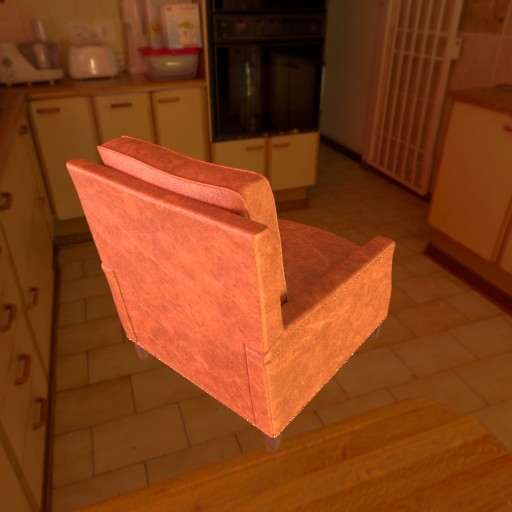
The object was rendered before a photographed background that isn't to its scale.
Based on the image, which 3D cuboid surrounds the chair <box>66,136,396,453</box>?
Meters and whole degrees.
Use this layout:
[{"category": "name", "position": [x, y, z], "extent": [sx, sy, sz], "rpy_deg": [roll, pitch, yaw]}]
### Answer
[{"category": "chair", "position": [0.000, 0.000, 1.847], "extent": [0.854, 1.054, 1.035], "rpy_deg": [23, 37, 33]}]
